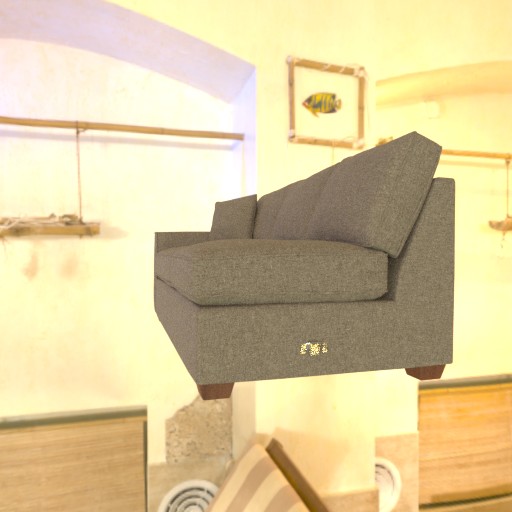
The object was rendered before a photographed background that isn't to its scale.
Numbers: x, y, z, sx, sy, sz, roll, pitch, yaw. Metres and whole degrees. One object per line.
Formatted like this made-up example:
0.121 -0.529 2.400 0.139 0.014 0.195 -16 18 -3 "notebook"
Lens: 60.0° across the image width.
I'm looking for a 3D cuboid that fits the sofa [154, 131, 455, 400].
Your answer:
0.000 0.000 2.465 1.034 0.946 1.963 0 0 -17 "sofa"
